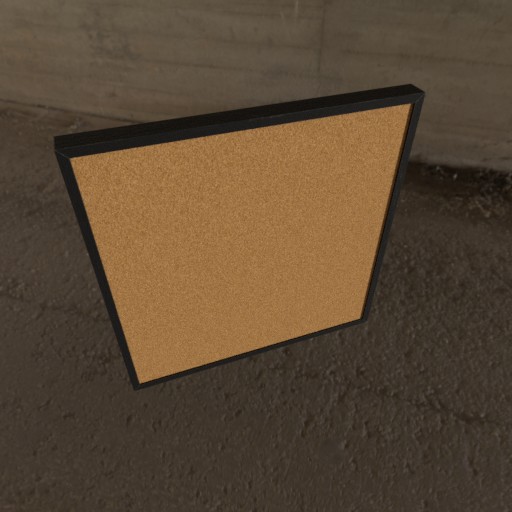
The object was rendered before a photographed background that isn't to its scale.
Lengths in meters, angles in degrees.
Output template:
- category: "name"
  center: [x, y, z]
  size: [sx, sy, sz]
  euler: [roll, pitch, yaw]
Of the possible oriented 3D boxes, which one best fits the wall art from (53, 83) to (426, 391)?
- category: "wall art"
  center: [0.000, 0.000, 0.752]
  size: [0.506, 0.506, 0.036]
  euler: [-13, 43, -15]
